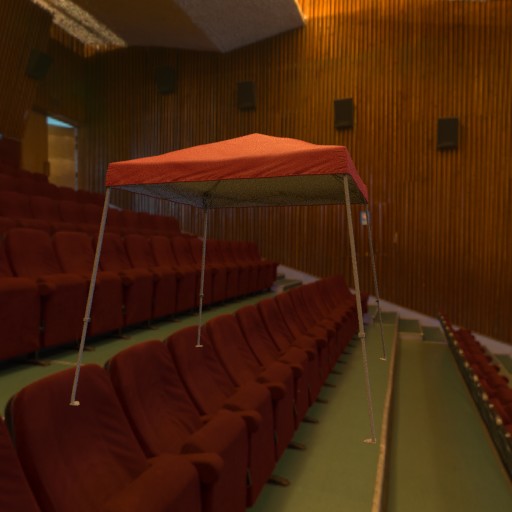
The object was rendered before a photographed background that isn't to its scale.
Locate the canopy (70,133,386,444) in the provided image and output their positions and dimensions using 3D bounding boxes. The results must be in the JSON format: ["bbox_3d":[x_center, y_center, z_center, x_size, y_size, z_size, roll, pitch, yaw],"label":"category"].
[{"bbox_3d":[0.000,0.000,6.531,3.599,3.600,3.600,0,0,18],"label":"canopy"}]
